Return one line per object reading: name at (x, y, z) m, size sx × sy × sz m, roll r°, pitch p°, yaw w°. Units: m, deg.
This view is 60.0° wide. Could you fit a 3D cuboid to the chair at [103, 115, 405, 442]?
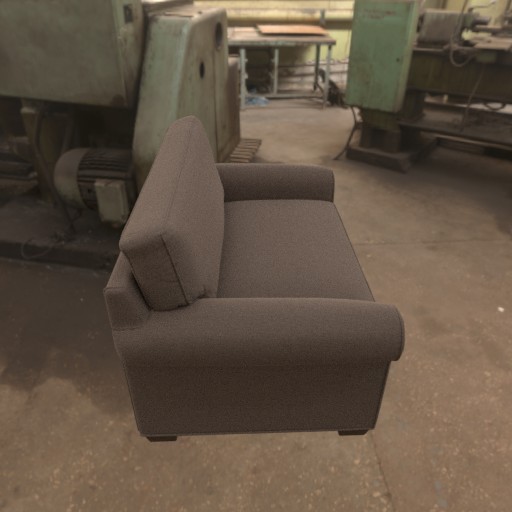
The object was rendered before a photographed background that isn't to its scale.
chair at (0.000, 0.000, 1.972) m, size 0.930 × 0.930 × 1.390 m, roll -1°, pitch 33°, yaw -2°
